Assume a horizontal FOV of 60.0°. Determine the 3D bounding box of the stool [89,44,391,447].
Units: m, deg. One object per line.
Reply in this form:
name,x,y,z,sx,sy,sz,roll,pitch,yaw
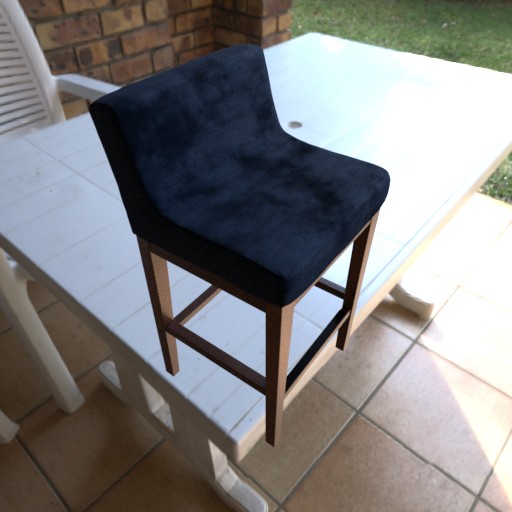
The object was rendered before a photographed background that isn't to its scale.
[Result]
stool,0.000,0.000,1.237,0.516,0.945,0.511,26,47,27
